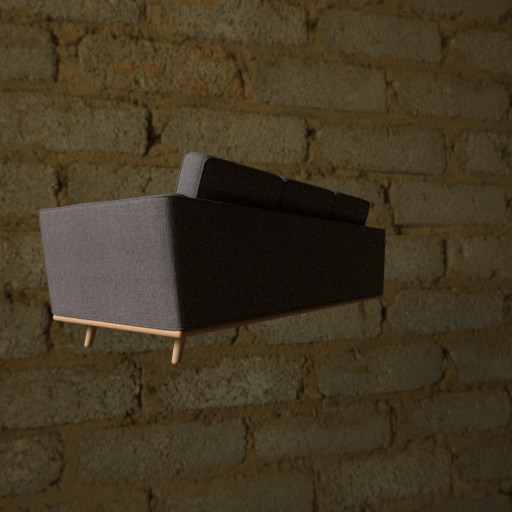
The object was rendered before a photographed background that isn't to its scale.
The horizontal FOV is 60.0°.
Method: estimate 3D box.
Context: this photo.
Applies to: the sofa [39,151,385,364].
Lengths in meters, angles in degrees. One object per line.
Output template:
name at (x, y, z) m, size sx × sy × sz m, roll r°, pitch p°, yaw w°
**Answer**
sofa at (0.000, 0.000, 2.805) m, size 0.903 × 0.899 × 2.362 m, roll 0°, pitch -1°, yaw 35°
